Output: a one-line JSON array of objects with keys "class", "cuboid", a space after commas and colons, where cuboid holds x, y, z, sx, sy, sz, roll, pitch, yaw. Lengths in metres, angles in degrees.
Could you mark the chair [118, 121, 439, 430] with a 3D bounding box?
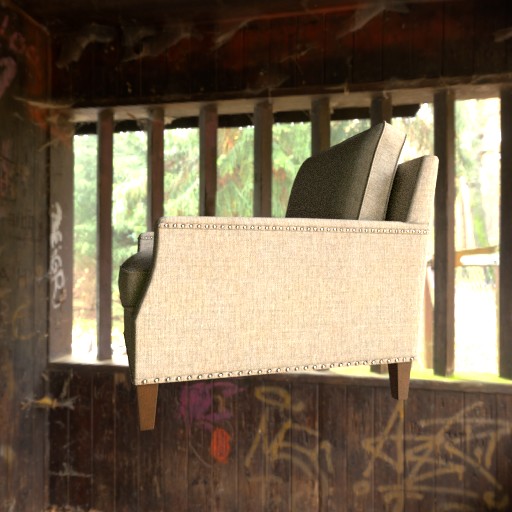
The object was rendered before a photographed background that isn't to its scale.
[{"class": "chair", "cuboid": [0.000, 0.000, 1.711, 1.014, 0.943, 0.853, 0, 0, -18]}]
